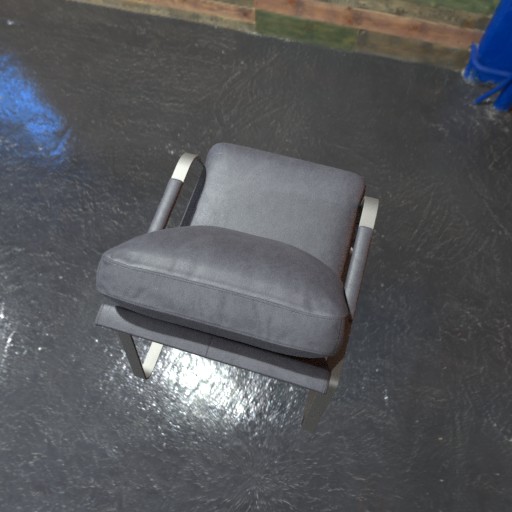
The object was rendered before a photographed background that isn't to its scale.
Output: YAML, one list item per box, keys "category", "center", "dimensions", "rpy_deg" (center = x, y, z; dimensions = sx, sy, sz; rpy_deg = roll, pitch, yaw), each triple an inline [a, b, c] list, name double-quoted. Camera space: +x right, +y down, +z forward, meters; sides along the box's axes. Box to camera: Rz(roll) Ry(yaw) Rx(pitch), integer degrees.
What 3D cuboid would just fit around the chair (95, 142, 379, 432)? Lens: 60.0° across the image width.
- category: "chair"
  center: [0.000, 0.000, 1.483]
  dimensions: [0.692, 0.839, 0.878]
  rpy_deg: [15, 64, 7]
